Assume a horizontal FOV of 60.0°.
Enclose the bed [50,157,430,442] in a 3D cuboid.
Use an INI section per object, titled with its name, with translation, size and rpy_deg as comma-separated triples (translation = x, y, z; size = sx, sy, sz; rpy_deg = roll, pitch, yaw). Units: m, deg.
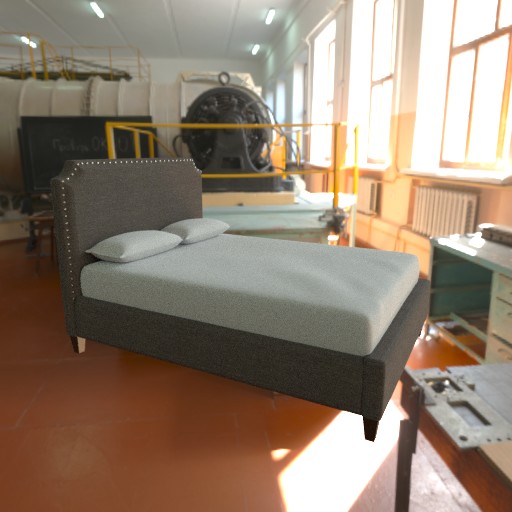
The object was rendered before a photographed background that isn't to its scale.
[bed]
translation = 0.000, 0.000, 3.431
size = 2.381, 1.457, 1.713
rpy_deg = 7, 15, 27
